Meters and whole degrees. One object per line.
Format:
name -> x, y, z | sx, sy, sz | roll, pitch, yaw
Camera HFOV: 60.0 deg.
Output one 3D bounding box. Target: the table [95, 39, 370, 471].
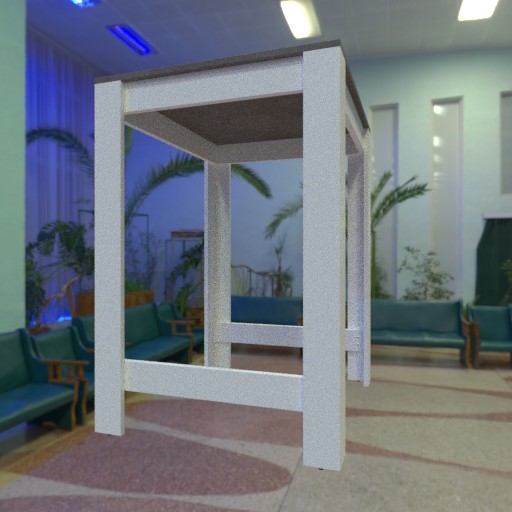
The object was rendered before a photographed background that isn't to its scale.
table -> 0.000, 0.000, 1.533 | 0.700, 1.020, 0.800 | 0, 0, 19
